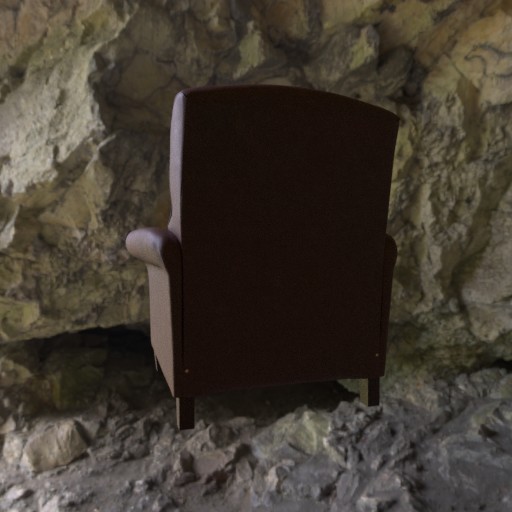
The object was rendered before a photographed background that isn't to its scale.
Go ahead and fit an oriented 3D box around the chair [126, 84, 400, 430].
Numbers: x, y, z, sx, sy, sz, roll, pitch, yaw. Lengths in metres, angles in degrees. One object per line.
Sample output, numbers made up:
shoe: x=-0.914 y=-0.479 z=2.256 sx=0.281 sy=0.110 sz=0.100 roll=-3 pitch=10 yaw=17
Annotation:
chair: x=0.000 y=0.000 z=1.777 sx=0.978 sy=1.061 sz=0.902 roll=0 pitch=1 yaw=-18
